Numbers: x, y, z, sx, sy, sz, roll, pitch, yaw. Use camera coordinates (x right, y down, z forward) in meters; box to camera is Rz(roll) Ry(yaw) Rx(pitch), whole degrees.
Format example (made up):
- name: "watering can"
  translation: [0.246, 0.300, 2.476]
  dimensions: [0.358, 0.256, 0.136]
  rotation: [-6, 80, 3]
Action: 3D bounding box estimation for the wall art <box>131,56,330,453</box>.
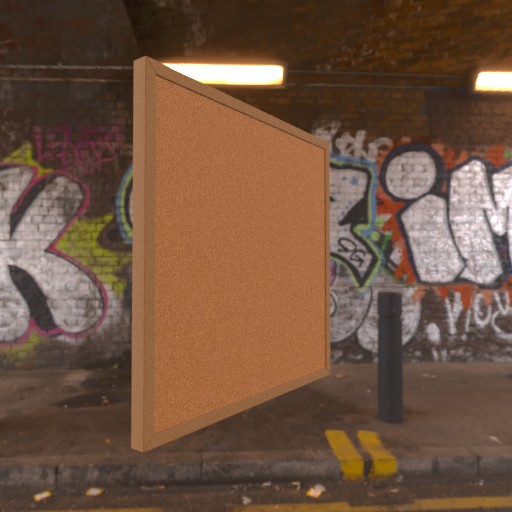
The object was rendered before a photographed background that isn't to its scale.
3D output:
- name: "wall art"
  translation: [0.000, 0.000, 1.164]
  dimensions: [0.037, 0.761, 0.761]
  rotation: [-1, -2, 37]
